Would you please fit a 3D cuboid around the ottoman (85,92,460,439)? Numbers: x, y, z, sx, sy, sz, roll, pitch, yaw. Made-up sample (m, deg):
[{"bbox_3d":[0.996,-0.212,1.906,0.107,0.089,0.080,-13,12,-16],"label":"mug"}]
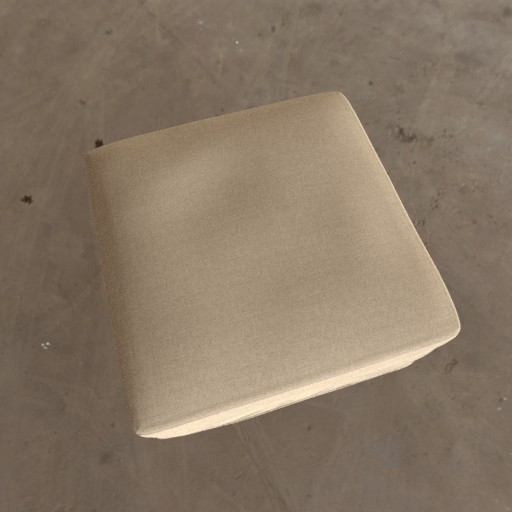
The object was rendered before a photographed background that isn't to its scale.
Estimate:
[{"bbox_3d":[0.000,0.000,1.338,0.840,0.436,0.843,-16,66,-7],"label":"ottoman"}]
